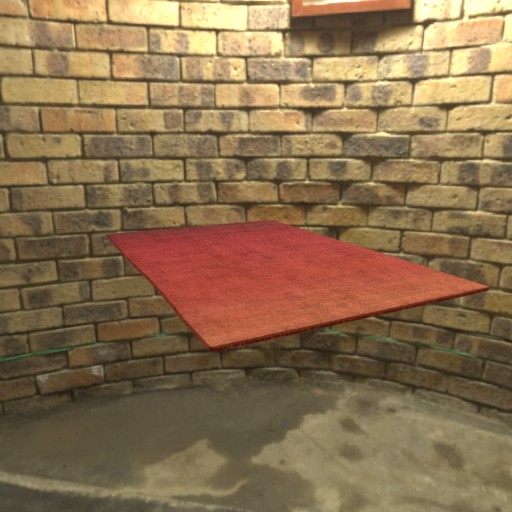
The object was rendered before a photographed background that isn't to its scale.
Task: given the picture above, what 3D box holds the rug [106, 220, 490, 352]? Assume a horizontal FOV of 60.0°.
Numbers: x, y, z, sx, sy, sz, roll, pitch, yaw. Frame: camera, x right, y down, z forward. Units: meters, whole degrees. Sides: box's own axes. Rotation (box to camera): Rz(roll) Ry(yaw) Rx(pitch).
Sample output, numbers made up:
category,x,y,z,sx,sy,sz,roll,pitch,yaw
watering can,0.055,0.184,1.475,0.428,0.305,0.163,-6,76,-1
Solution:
category,x,y,z,sx,sy,sz,roll,pitch,yaw
rug,0.000,0.000,2.324,1.230,0.018,1.835,-7,16,-26
